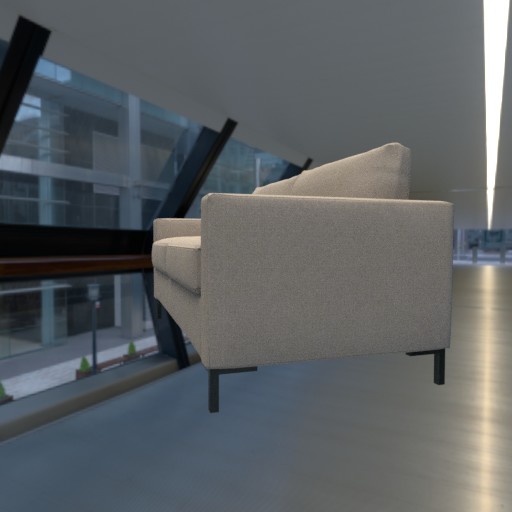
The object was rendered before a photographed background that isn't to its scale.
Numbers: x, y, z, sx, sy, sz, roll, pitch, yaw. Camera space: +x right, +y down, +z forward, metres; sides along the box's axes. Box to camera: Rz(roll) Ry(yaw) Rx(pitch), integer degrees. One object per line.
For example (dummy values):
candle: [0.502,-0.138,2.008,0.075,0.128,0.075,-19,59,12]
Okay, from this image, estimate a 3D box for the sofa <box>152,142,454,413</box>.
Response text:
sofa: [0.000,0.000,2.137,0.875,0.840,1.682,-1,2,-18]
